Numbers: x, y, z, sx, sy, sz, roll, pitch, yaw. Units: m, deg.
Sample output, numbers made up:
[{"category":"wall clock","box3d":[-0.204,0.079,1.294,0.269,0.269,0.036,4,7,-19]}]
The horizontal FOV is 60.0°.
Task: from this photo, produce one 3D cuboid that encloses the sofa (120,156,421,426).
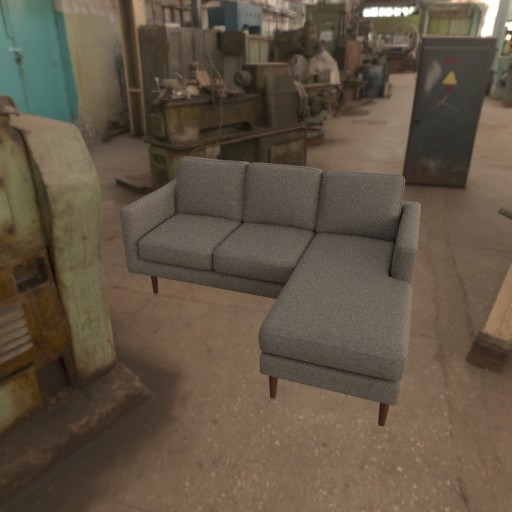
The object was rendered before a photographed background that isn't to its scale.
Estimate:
[{"category":"sofa","box3d":[0.000,0.000,3.022,2.055,0.957,1.667,9,27,18]}]
